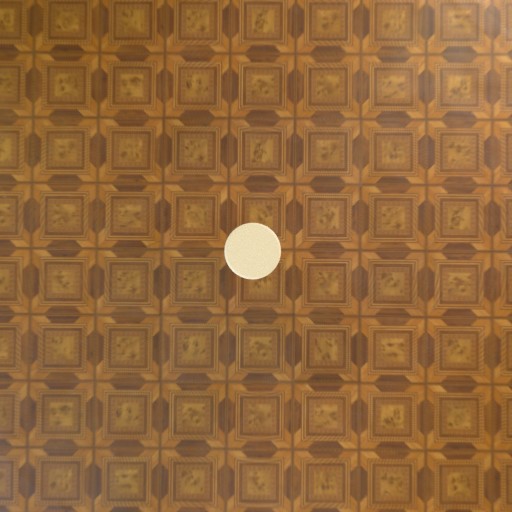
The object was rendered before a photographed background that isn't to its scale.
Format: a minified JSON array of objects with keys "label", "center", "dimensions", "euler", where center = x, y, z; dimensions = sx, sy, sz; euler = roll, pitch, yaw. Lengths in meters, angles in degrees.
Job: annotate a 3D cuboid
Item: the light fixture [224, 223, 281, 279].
[{"label":"light fixture","center":[0.000,0.000,1.876],"dimensions":[0.125,1.798,0.125],"euler":[0,89,0]}]
